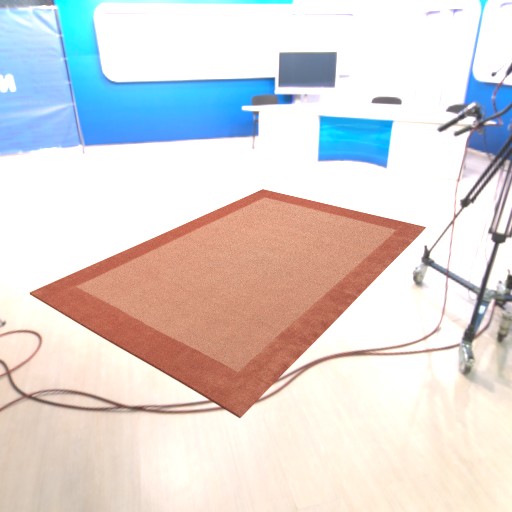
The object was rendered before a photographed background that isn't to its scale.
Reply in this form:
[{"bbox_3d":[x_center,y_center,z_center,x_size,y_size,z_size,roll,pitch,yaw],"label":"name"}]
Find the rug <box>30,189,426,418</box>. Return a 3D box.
[{"bbox_3d":[0.000,0.000,2.347,1.219,0.014,1.829,18,32,32],"label":"rug"}]
